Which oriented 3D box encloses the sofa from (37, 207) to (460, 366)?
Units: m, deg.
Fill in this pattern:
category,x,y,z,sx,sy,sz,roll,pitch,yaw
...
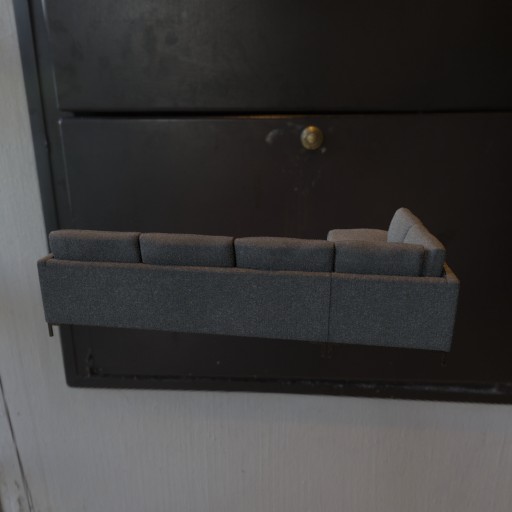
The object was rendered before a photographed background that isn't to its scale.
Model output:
category,x,y,z,sx,sy,sz,roll,pitch,yaw
sofa,0.000,0.000,3.967,2.949,0.815,2.007,3,17,8
